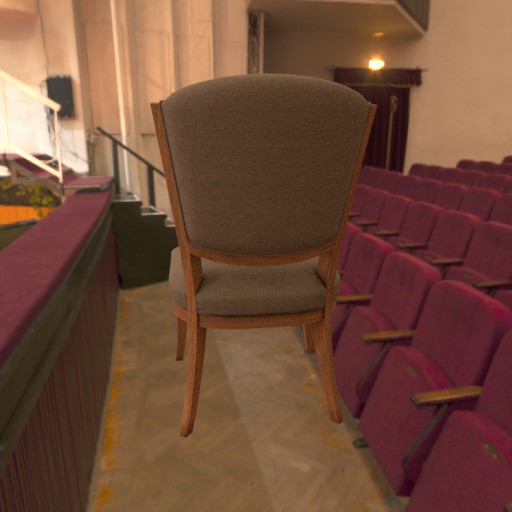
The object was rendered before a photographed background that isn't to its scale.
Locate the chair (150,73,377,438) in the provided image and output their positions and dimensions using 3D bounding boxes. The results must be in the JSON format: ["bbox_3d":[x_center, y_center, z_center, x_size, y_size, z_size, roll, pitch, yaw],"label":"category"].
[{"bbox_3d":[0.000,0.000,1.262,0.513,0.905,0.584,-2,16,-7],"label":"chair"}]
